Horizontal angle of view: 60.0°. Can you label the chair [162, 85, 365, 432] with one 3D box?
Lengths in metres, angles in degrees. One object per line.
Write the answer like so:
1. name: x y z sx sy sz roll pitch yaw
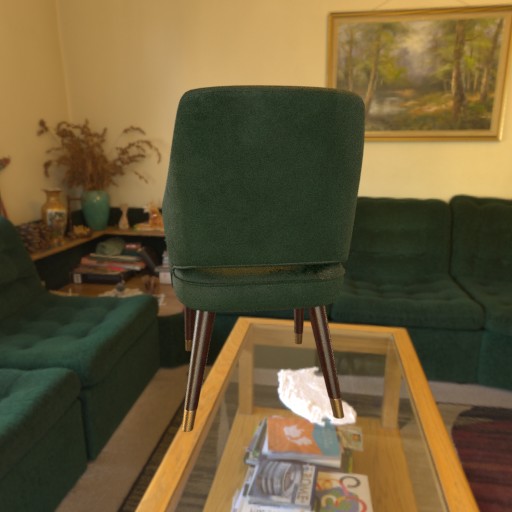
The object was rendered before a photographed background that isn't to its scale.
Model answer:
1. chair: 0.000 0.000 1.620 0.683 1.081 0.794 -2 14 -8
